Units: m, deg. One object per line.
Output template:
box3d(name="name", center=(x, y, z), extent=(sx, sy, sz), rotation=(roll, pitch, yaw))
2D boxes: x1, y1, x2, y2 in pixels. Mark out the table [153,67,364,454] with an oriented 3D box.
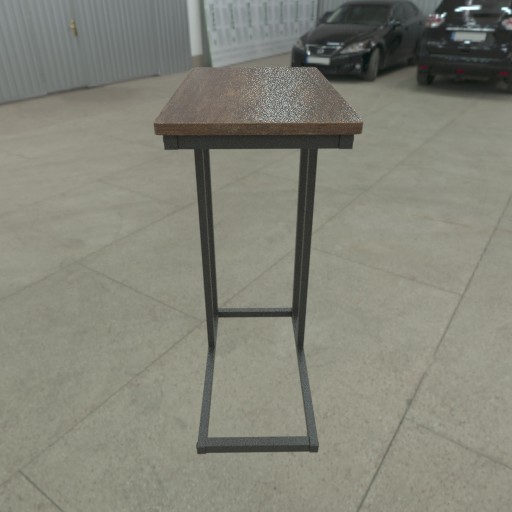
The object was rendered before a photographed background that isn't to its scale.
box3d(name="table", center=(0.000, 0.000, 0.883), extent=(0.254, 0.637, 0.450), rotation=(0, 31, -1))
